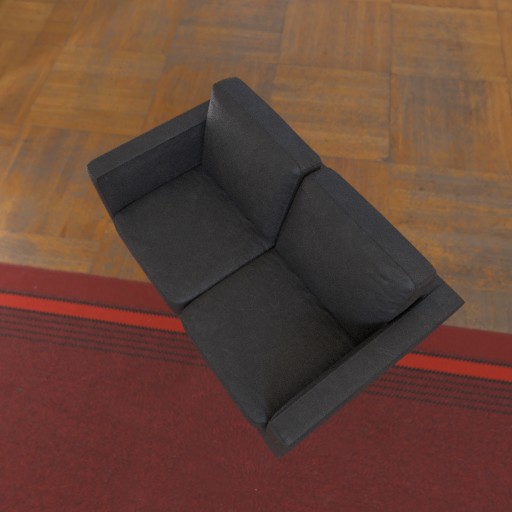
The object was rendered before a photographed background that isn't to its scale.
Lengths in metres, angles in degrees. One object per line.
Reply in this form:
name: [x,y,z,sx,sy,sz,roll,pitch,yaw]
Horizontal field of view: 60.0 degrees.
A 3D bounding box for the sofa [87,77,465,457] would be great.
sofa: [0.000,0.000,1.985,0.879,0.899,1.430,-33,67,-16]
